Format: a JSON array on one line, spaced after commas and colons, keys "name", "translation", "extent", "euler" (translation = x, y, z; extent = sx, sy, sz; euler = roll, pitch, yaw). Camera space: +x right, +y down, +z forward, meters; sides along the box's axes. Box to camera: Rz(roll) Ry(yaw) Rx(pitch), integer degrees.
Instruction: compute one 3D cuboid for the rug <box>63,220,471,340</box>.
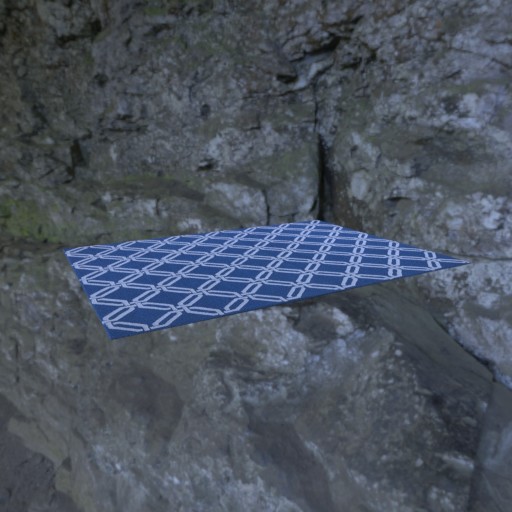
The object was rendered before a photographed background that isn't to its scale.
[{"name": "rug", "translation": [0.000, 0.000, 4.458], "extent": [3.342, 0.018, 2.432], "euler": [-8, 18, -28]}]
